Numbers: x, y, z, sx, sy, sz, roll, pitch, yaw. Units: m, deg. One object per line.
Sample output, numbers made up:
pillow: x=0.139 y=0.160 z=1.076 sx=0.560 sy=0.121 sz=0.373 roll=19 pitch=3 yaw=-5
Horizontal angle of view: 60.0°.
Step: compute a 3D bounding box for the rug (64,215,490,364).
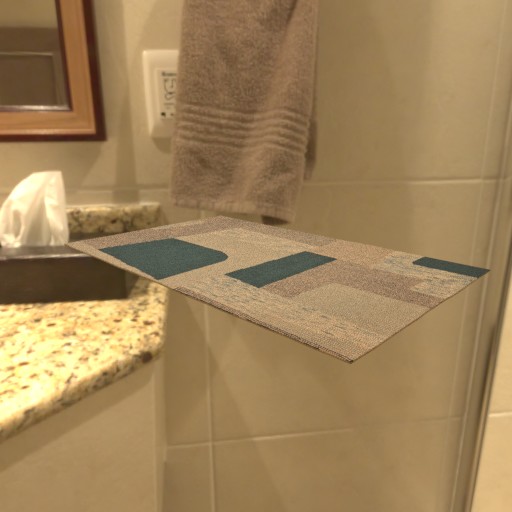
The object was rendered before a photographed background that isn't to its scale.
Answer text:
rug: x=0.000 y=0.000 z=2.937 sx=2.436 sy=0.015 sz=1.521 roll=15 pitch=22 yaw=42
